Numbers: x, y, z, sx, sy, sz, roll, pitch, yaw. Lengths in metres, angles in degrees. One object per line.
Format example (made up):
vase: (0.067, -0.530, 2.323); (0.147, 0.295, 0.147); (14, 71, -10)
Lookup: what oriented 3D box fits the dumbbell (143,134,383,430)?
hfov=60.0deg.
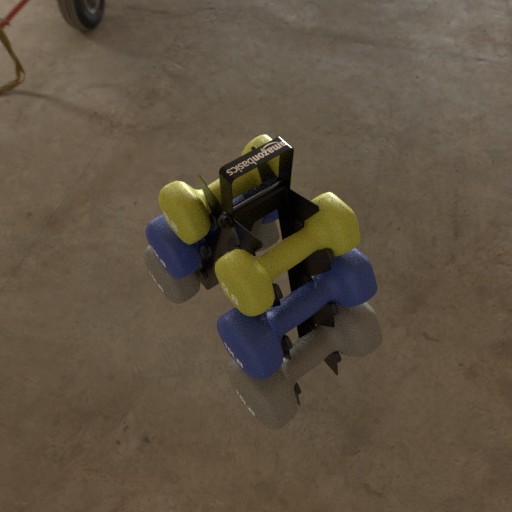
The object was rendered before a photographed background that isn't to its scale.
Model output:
dumbbell: (0.000, 0.000, 0.700); (0.261, 0.426, 0.416); (-32, 62, -20)
